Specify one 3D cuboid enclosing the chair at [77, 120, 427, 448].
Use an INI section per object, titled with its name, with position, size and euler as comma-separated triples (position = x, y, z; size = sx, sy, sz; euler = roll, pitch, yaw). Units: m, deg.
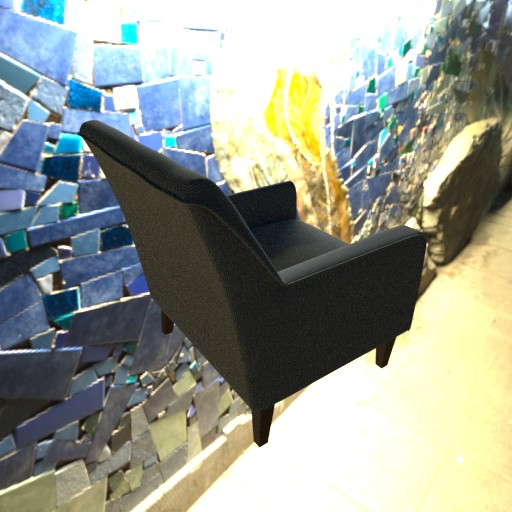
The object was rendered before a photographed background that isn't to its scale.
[chair]
position = 0.000, 0.000, 1.585
size = 0.899, 0.919, 0.780
euler = -18, 33, -31
